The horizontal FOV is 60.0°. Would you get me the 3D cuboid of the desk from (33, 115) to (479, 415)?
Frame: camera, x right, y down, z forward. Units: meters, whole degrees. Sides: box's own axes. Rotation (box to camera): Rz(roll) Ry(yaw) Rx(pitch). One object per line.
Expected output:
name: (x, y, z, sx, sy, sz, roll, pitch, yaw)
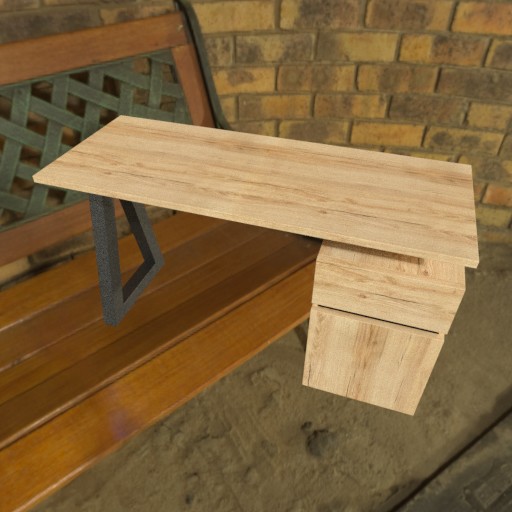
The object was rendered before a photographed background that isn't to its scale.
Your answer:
desk: (0.000, 0.000, 1.760, 1.400, 0.760, 0.550, 12, 41, 14)
